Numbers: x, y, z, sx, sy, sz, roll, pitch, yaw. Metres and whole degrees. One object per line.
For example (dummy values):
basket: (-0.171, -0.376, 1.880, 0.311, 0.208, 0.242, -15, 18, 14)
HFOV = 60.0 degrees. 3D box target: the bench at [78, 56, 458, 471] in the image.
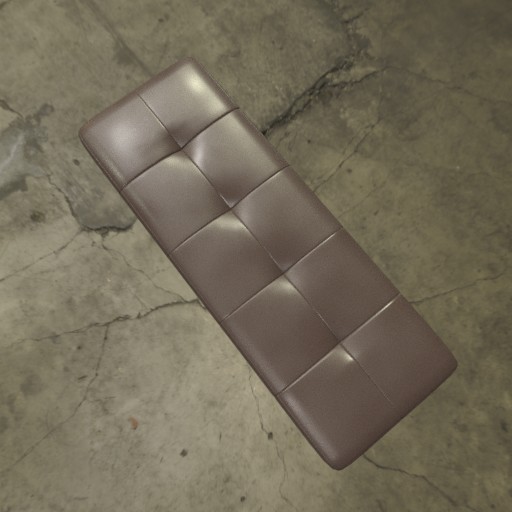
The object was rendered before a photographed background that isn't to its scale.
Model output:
bench: (0.000, 0.000, 1.431, 0.450, 0.417, 1.219, -38, 80, -8)
